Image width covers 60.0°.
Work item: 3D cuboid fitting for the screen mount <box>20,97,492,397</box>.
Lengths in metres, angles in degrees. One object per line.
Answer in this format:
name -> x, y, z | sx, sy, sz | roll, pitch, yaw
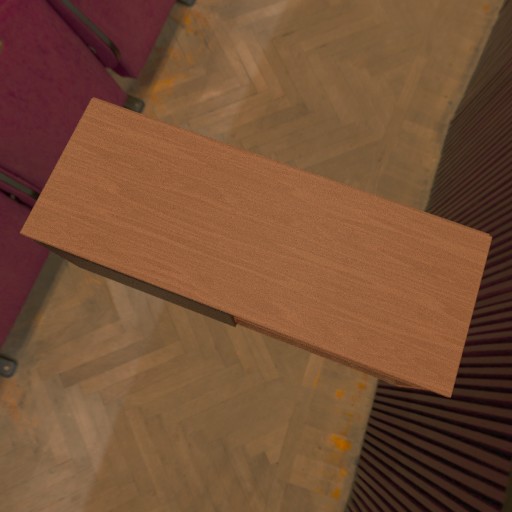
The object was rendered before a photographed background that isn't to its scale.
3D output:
screen mount -> 0.000, 0.000, 1.292 | 1.084, 0.432, 0.406 | 20, 77, 5
